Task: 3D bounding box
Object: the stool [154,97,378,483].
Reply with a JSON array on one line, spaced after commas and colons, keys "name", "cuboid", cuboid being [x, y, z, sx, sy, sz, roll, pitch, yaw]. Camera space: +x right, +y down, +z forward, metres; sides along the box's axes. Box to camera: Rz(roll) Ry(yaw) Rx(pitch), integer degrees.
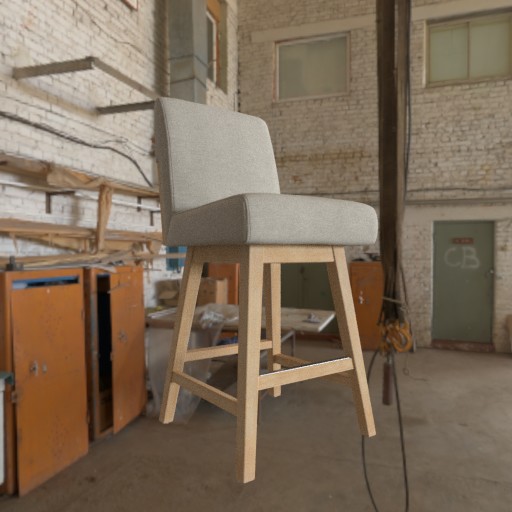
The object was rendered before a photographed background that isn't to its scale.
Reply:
[{"name": "stool", "cuboid": [0.000, 0.000, 1.418, 0.507, 1.085, 0.606, 0, 1, -36]}]
